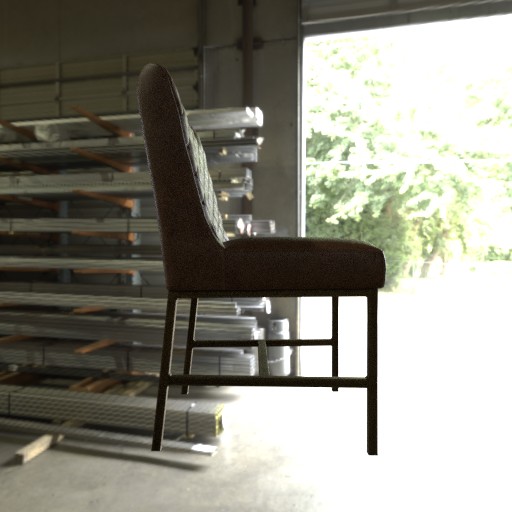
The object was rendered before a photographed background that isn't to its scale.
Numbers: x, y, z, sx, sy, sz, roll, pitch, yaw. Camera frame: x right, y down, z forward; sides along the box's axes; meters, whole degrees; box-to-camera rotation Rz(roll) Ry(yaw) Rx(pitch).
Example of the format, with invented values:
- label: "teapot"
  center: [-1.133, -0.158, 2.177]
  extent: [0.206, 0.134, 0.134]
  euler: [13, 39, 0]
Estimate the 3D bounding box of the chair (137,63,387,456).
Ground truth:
- label: "chair"
  center: [0.000, 0.000, 1.225]
  extent: [0.587, 0.889, 0.508]
  euler: [0, 0, 0]
